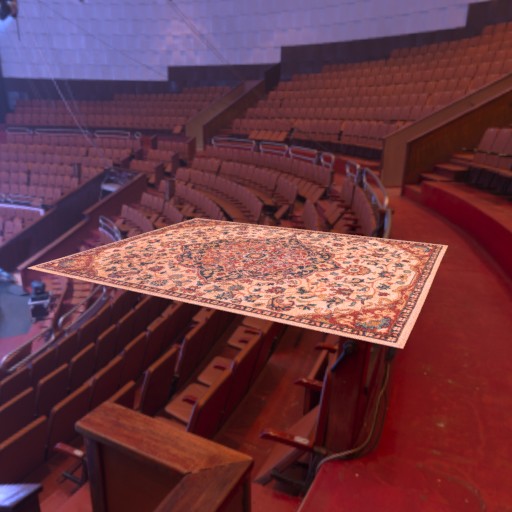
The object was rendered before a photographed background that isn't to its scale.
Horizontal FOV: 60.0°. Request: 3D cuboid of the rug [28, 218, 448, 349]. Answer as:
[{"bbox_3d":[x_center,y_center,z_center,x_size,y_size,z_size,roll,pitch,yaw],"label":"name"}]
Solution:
[{"bbox_3d":[0.000,0.000,4.087,3.067,0.005,2.454,8,18,27],"label":"rug"}]
